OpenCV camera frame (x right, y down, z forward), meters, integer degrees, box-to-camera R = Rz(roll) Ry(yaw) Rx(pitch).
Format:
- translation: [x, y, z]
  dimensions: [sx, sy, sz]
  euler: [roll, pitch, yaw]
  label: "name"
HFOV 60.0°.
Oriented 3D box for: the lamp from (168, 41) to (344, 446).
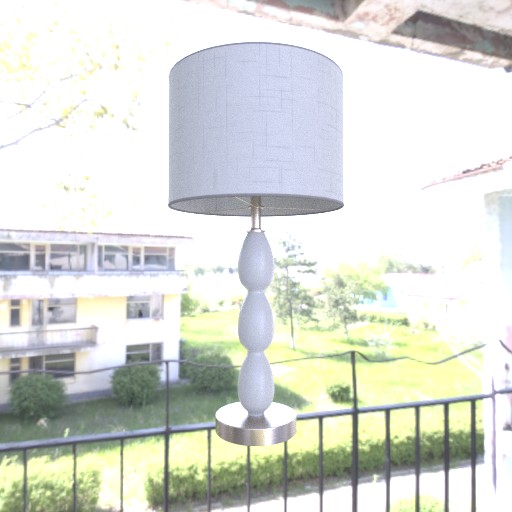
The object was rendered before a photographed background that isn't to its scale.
- translation: [0.000, 0.000, 0.716]
  dimensions: [0.280, 0.559, 0.282]
  euler: [0, -1, -17]
  label: "lamp"
